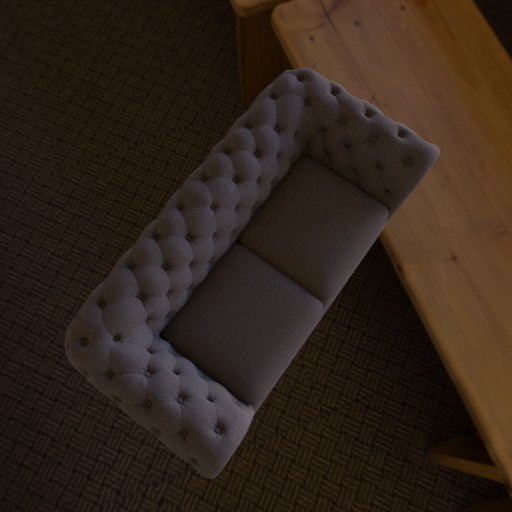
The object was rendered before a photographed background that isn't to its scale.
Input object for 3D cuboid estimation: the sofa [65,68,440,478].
[{"bbox_3d":[0.000,0.000,2.456,0.986,0.764,1.998,35,78,9],"label":"sofa"}]
